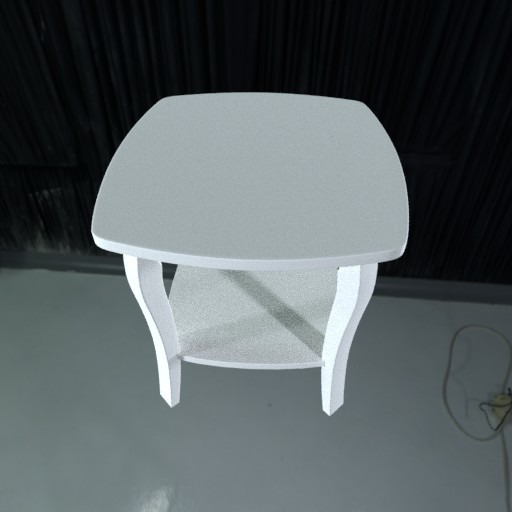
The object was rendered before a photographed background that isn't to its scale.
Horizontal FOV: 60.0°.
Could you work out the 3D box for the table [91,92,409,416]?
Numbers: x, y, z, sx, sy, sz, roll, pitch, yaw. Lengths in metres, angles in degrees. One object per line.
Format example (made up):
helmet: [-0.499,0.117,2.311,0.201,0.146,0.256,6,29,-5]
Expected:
table: [0.000,0.000,0.853,0.451,0.438,0.502,2,42,2]
